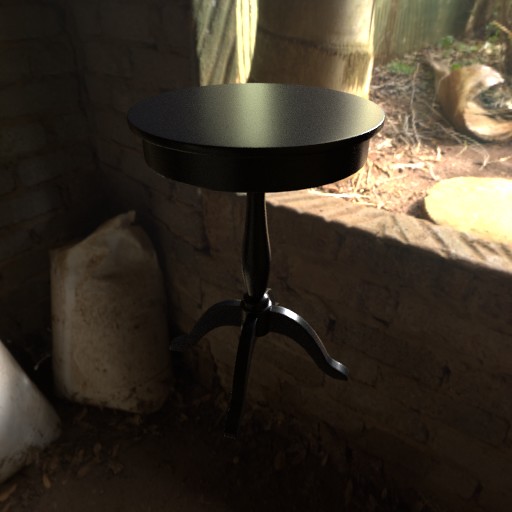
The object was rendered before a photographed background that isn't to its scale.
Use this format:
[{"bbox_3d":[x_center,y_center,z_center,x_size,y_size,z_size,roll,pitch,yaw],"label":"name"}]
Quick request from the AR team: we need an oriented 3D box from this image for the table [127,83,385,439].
[{"bbox_3d":[0.000,0.000,1.016,0.481,0.665,0.481,0,32,0],"label":"table"}]
